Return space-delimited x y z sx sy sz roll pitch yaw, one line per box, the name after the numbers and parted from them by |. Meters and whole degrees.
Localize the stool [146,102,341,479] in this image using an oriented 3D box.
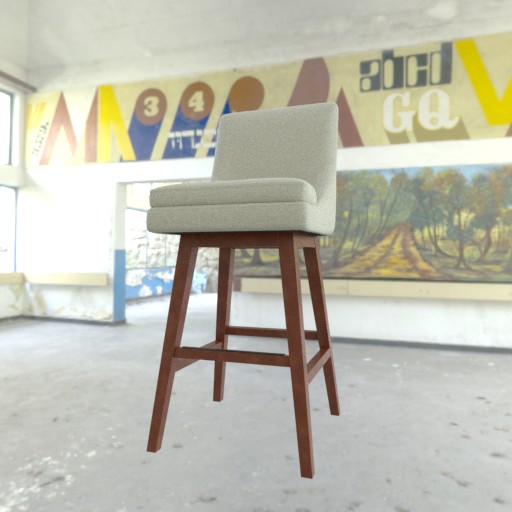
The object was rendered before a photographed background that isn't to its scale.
0.000 0.000 1.405 0.470 1.092 0.559 0 0 19 | stool
